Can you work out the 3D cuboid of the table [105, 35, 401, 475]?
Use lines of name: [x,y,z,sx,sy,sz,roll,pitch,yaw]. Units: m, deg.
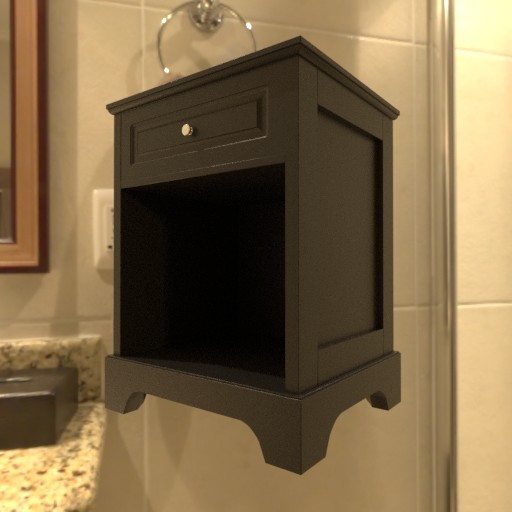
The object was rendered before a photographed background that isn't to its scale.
table: [0.000,0.000,0.911,0.460,0.610,0.399,0,-1,37]
